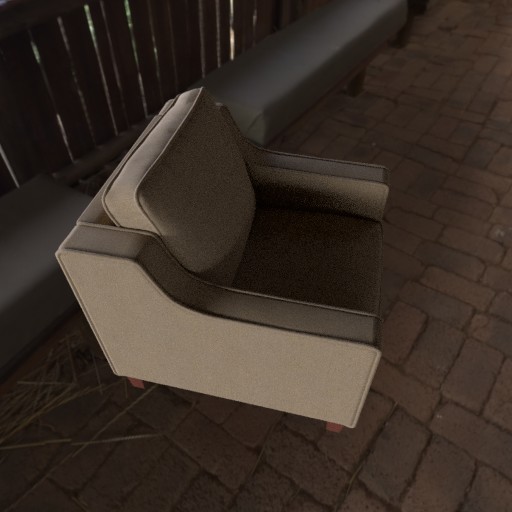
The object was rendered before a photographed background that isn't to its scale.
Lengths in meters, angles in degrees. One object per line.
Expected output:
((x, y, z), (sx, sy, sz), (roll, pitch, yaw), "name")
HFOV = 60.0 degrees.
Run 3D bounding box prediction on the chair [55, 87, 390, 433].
((0.000, 0.000, 1.618), (0.909, 0.960, 0.831), (10, 48, 9), "chair")
